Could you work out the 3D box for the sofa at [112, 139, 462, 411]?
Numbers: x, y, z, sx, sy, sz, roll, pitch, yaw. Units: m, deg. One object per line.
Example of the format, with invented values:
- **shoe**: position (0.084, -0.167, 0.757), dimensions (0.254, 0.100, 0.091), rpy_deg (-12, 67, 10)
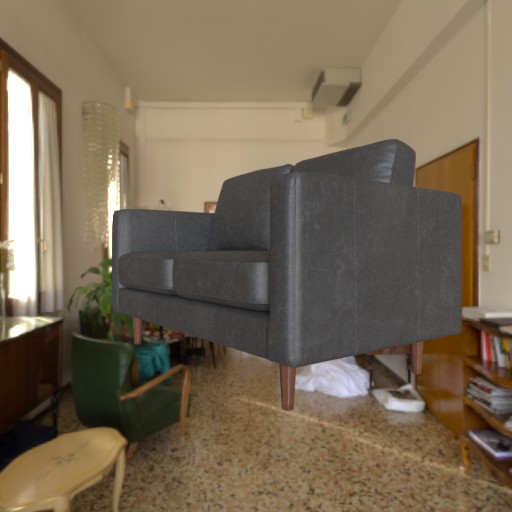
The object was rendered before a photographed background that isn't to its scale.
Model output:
- **sofa**: position (0.000, 0.000, 1.983), dimensions (0.879, 0.899, 1.430), rpy_deg (0, 1, -37)
